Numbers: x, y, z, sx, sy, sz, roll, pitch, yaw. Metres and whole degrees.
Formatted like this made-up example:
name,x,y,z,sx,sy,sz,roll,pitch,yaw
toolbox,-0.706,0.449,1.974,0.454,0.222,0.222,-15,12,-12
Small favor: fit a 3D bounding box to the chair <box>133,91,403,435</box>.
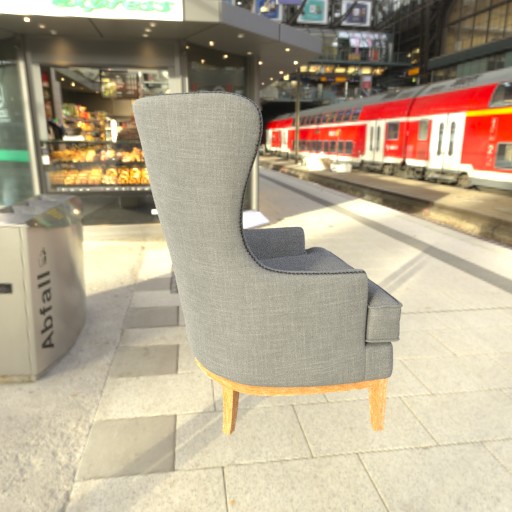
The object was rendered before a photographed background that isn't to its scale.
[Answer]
name,x,y,z,sx,sy,sz,roll,pitch,yaw
chair,0.000,0.000,1.790,0.883,1.176,0.864,-3,15,-10
